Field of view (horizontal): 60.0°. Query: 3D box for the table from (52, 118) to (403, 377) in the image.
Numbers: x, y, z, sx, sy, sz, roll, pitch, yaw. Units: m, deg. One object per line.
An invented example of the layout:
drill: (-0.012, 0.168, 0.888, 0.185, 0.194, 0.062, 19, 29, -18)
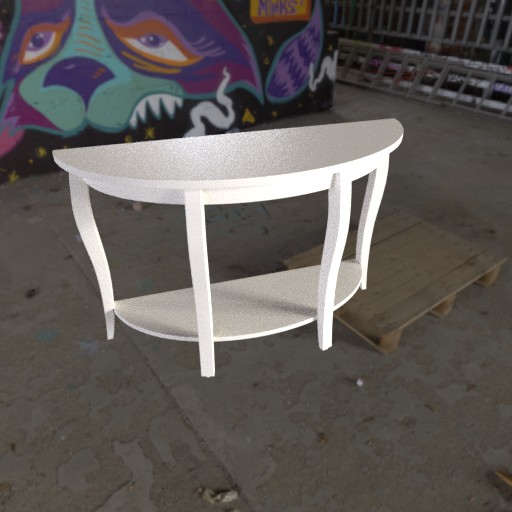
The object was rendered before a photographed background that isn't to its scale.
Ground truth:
table: (0.000, 0.000, 1.600, 1.219, 0.780, 0.394, -9, 34, -14)
